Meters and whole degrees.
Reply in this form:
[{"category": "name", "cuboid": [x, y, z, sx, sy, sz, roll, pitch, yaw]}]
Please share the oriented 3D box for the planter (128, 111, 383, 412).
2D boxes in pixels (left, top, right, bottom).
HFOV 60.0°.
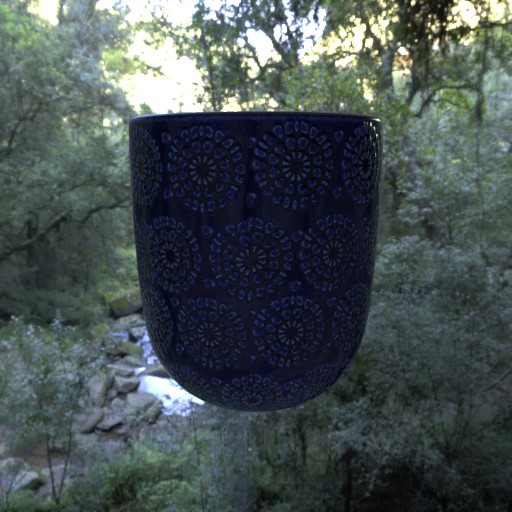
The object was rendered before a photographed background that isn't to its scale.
[{"category": "planter", "cuboid": [0.000, 0.000, 0.351, 0.184, 0.206, 0.184, 0, 14, 0]}]
